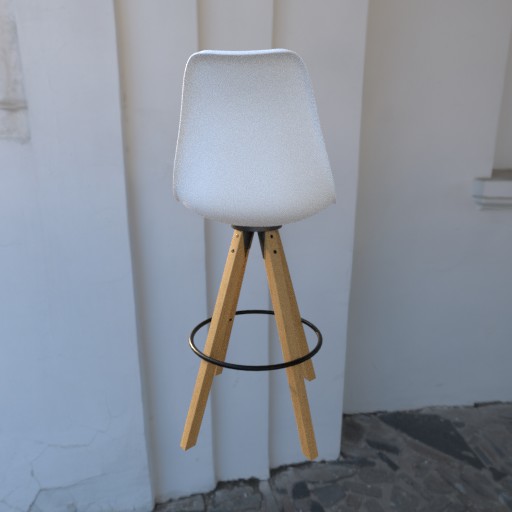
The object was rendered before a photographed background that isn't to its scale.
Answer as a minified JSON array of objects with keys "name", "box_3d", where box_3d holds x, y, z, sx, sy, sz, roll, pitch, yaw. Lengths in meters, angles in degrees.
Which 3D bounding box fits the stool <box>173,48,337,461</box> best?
[{"name":"stool","box_3d":[0.000,0.000,1.403,0.482,1.115,0.549,2,15,6]}]
